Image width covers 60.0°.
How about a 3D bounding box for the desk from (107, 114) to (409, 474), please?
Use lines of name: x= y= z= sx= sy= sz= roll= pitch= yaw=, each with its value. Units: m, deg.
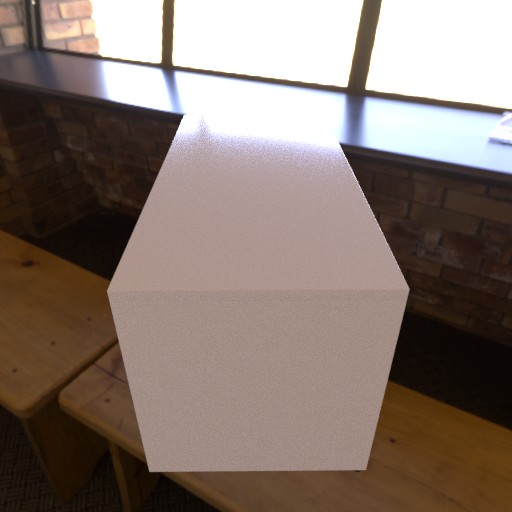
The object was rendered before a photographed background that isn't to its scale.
desk: x=0.000 y=0.000 z=1.798 sx=0.690 sy=0.740 sz=1.400 roll=0 pitch=33 yaw=0
